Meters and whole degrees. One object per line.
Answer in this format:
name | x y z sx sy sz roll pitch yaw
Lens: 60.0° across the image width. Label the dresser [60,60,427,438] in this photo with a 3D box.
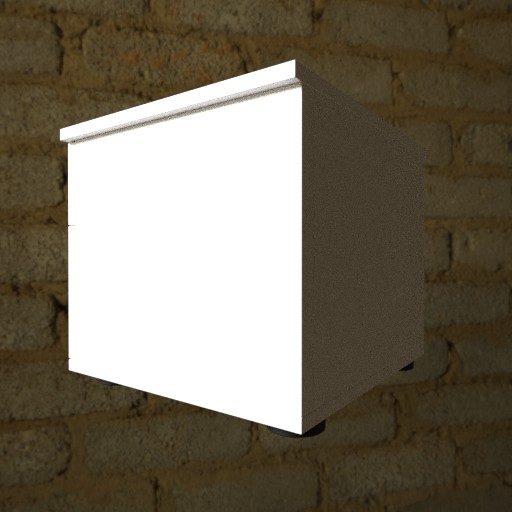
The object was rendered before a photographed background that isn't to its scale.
dresser | 0.000 0.000 0.693 0.400 0.360 0.430 0 1 36
